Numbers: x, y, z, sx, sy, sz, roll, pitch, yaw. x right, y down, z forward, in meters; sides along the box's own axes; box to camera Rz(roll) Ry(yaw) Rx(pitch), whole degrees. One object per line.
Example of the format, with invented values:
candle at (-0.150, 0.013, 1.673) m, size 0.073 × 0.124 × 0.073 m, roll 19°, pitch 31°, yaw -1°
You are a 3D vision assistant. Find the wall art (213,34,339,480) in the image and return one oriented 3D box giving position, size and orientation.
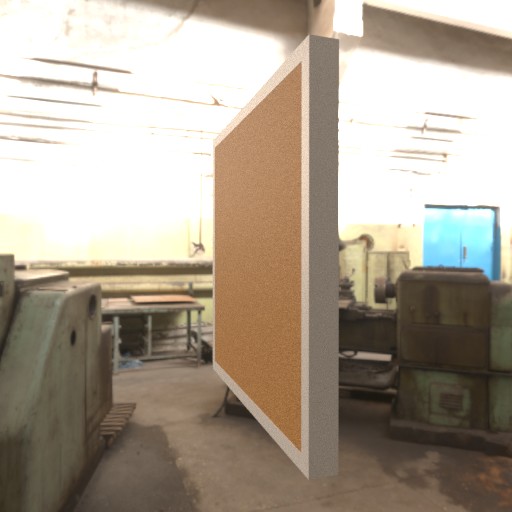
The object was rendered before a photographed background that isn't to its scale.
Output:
wall art at (0.000, 0.000, 0.752) m, size 0.038 × 0.508 × 0.507 m, roll 0°, pitch 1°, yaw -18°
